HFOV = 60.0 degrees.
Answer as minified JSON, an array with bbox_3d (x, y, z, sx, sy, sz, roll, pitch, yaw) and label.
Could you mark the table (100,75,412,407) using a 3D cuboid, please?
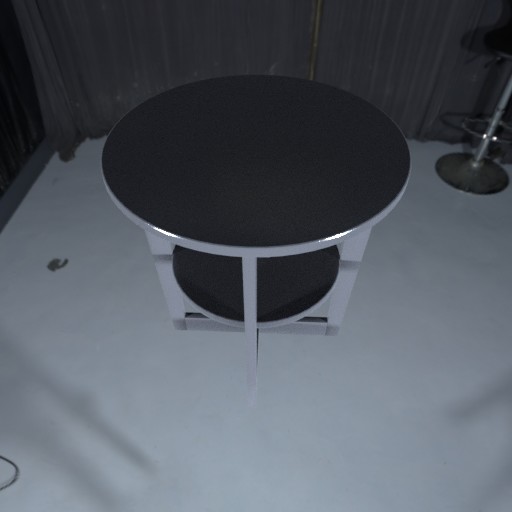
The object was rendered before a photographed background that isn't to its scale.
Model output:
[{"bbox_3d":[0.000,0.000,0.930,0.500,0.550,0.500,0,46,0],"label":"table"}]
